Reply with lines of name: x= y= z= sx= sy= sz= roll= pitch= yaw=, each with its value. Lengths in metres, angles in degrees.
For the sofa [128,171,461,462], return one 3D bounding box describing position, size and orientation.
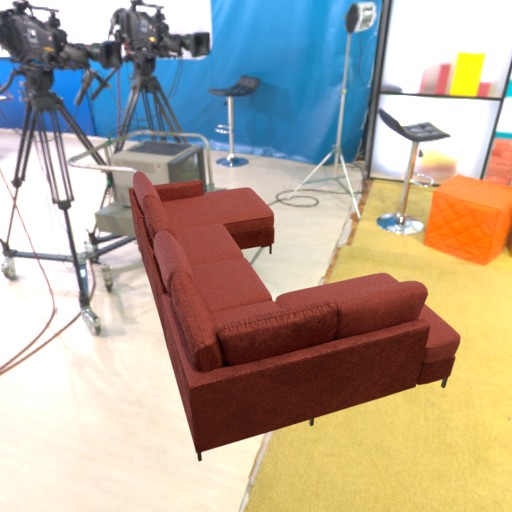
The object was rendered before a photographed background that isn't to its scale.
sofa: x=0.000 y=0.000 z=4.383 sx=2.055 sy=0.992 sz=3.434 roll=-10 pitch=32 yaw=-17
